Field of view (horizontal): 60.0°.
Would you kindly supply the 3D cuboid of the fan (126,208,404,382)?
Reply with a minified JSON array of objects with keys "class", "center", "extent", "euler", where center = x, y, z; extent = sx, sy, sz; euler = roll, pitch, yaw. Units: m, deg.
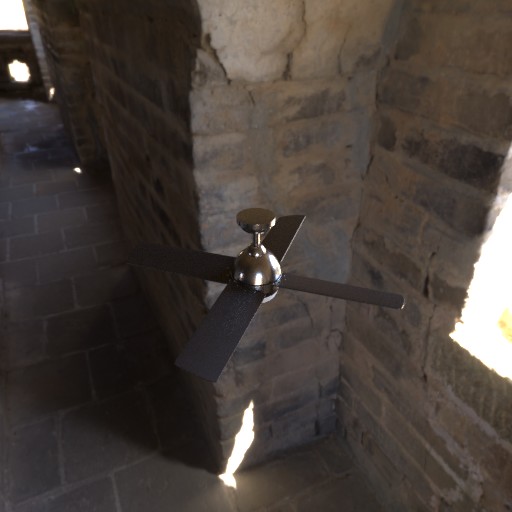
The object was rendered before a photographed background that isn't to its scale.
[{"class":"fan","center":[0.000,0.000,2.019],"extent":[1.332,0.403,1.332],"euler":[10,32,16]}]
